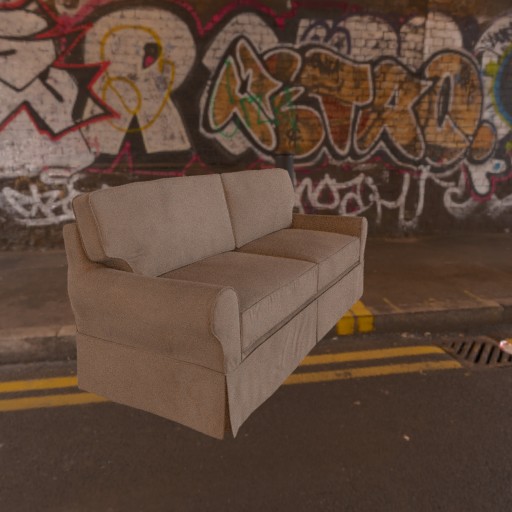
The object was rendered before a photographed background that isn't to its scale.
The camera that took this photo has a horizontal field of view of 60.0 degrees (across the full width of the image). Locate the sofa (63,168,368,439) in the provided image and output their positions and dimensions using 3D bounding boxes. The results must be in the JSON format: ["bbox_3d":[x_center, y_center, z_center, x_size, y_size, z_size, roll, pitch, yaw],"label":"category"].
[{"bbox_3d":[0.000,0.000,2.789,0.900,1.014,2.246,7,16,27],"label":"sofa"}]
